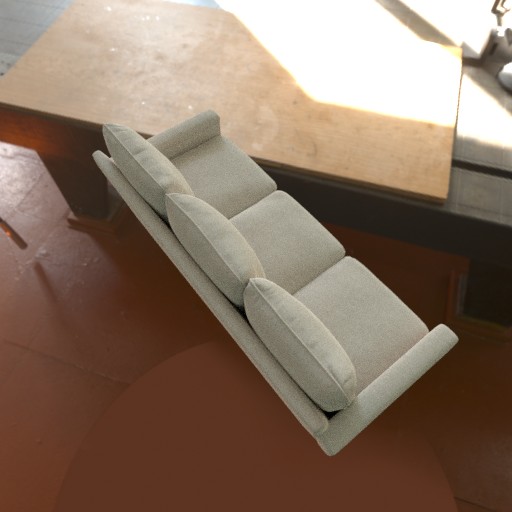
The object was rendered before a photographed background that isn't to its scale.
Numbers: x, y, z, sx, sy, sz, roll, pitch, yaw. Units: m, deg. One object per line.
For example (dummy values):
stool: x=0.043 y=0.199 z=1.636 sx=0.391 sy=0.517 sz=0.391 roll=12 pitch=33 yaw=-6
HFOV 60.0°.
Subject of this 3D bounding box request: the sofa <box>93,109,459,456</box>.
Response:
sofa: x=0.000 y=0.000 z=2.337 sx=0.828 sy=0.961 sz=1.925 roll=-34 pitch=64 yaw=-19
